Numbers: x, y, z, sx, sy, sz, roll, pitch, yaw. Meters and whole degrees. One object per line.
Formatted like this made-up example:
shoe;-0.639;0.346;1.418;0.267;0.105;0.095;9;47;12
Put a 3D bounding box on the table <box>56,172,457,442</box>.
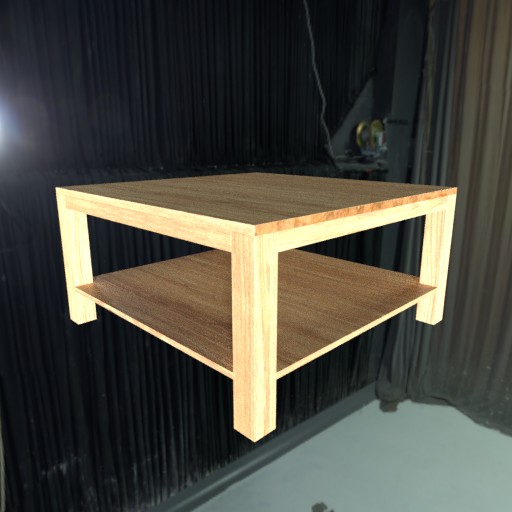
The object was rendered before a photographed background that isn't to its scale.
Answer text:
table;0.000;0.000;1.462;0.900;0.450;0.900;-14;20;-43
